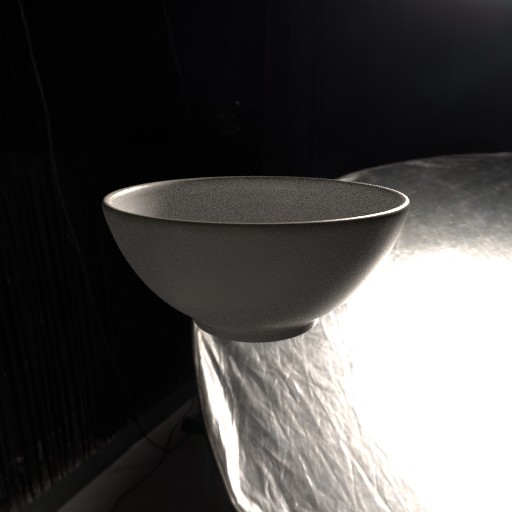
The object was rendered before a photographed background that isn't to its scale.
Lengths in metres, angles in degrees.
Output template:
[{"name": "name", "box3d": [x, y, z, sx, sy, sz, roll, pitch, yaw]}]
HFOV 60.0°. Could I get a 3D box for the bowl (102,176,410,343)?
[{"name": "bowl", "box3d": [0.000, 0.000, 0.422, 0.268, 0.121, 0.268, 0, 17, 0]}]
